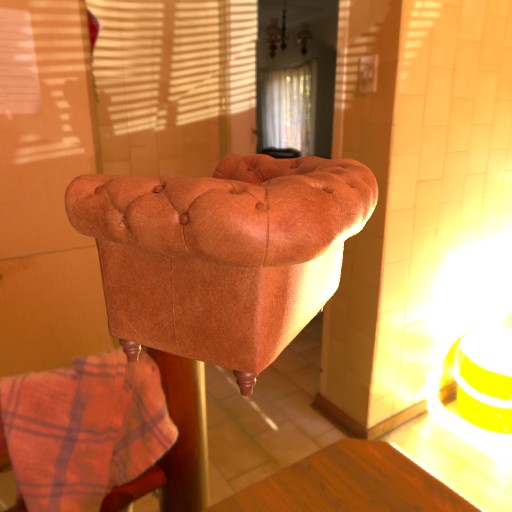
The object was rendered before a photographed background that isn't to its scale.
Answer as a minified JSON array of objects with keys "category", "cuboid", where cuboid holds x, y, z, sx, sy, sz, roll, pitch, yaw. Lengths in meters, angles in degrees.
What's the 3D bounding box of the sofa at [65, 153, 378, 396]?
[{"category":"sofa","cuboid":[0.000,0.000,2.112,1.033,0.878,1.405,8,18,25]}]
